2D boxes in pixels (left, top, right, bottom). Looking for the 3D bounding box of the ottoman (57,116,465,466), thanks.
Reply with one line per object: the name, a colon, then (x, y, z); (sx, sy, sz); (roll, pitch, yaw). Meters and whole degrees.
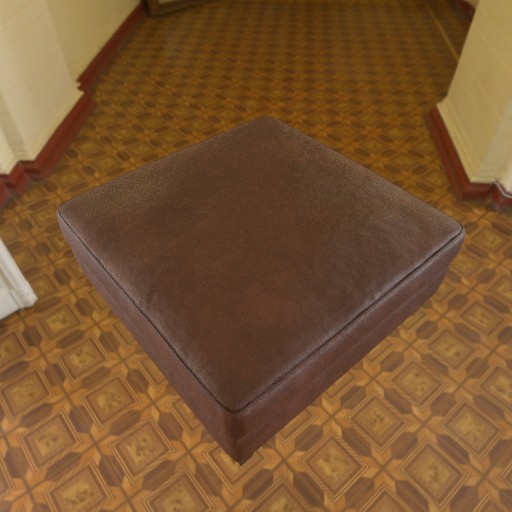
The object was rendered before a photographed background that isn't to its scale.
ottoman: (0.000, 0.000, 1.322); (0.836, 0.415, 0.844); (-32, 54, -27)
